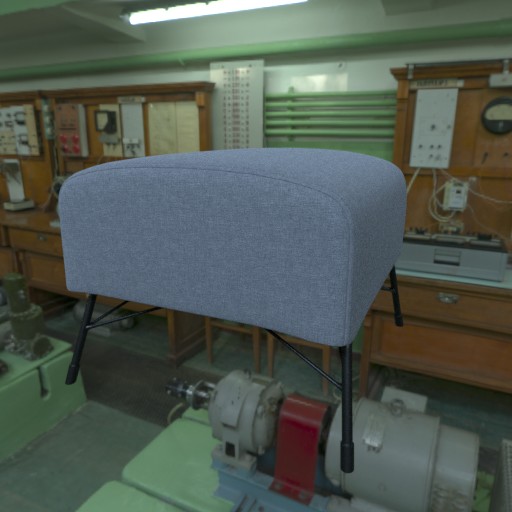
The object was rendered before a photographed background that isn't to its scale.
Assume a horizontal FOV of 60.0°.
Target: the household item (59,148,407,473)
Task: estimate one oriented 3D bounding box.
[{"bbox_3d":[0.000,0.000,0.875,0.530,0.410,0.530,7,17,24],"label":"household item"}]
